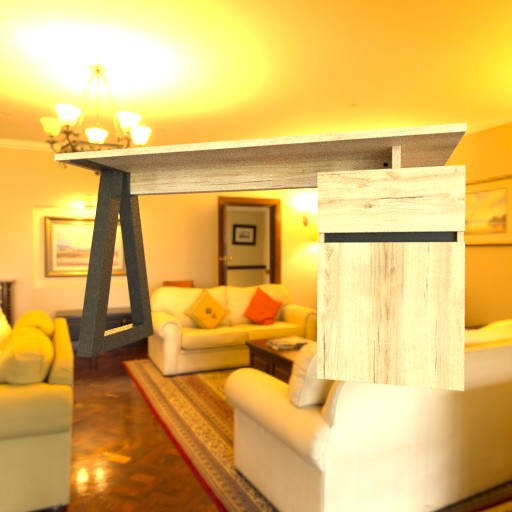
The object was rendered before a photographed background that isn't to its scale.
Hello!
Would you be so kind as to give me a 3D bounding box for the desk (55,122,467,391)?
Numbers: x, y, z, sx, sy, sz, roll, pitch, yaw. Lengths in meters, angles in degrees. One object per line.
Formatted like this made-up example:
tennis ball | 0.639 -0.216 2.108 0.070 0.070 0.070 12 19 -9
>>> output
desk | 0.000 0.000 1.713 1.400 0.760 0.550 0 1 17
